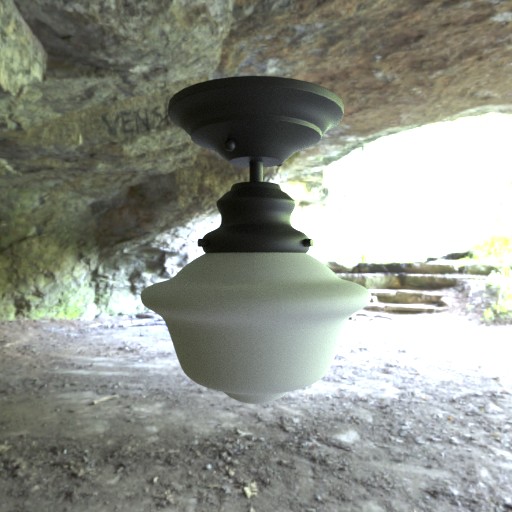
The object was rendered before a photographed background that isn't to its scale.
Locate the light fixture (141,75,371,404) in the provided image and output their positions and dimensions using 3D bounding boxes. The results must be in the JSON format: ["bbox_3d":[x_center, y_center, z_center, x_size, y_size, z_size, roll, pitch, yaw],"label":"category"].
[{"bbox_3d":[0.000,0.000,0.388,0.197,0.254,0.197,0,0,0],"label":"light fixture"}]
